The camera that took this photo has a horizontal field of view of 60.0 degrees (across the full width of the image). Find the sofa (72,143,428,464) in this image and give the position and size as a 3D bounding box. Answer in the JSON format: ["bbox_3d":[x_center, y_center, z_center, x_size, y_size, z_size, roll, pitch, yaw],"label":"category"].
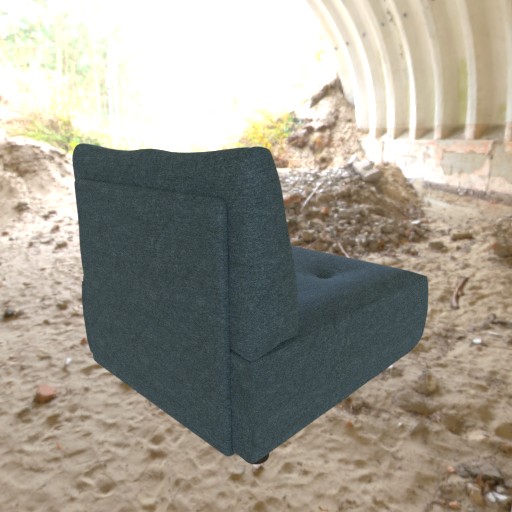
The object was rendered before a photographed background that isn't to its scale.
[{"bbox_3d":[0.000,0.000,1.664,0.930,0.820,1.000,14,20,43],"label":"sofa"}]
